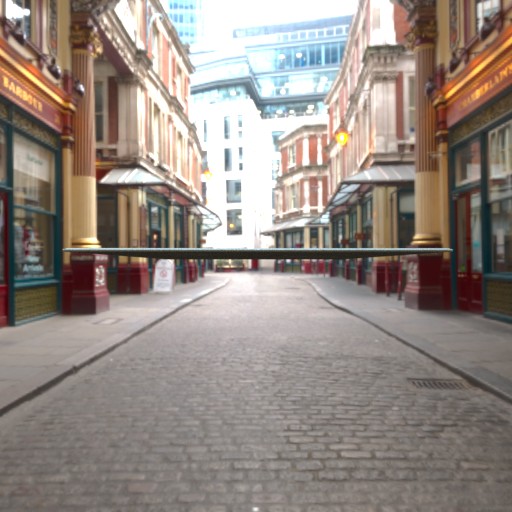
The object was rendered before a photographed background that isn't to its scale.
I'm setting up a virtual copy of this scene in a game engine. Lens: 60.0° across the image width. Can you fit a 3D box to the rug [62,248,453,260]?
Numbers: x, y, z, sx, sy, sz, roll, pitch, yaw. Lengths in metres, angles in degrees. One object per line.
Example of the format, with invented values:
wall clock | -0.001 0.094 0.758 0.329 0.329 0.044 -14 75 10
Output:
rug | 0.000 0.000 2.896 1.589 0.014 2.205 0 -1 -1
